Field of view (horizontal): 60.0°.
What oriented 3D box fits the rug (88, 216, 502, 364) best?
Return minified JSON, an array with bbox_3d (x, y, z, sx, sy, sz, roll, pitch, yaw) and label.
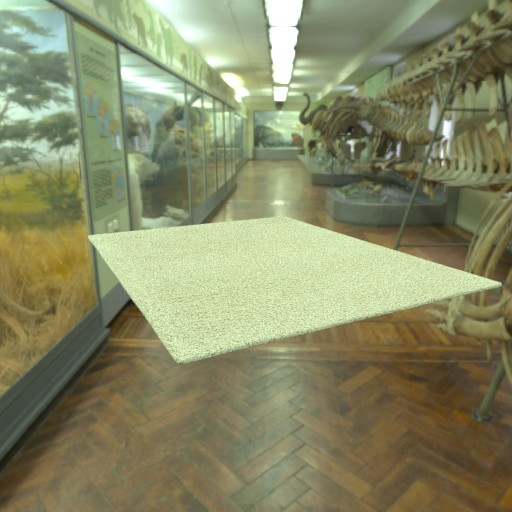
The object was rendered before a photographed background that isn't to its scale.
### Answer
[{"bbox_3d":[0.000,0.000,3.945,2.438,0.029,3.047,-8,17,-27],"label":"rug"}]
